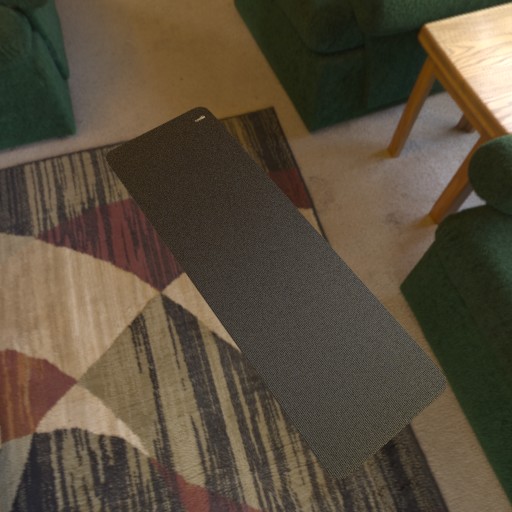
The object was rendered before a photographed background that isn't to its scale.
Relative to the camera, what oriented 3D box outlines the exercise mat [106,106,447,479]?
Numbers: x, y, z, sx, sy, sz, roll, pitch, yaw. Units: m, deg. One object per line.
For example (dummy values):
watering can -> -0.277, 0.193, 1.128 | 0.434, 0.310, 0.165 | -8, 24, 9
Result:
exercise mat -> 0.000, 0.000, 2.035 | 0.616, 0.021, 1.869 | -33, 68, -15
